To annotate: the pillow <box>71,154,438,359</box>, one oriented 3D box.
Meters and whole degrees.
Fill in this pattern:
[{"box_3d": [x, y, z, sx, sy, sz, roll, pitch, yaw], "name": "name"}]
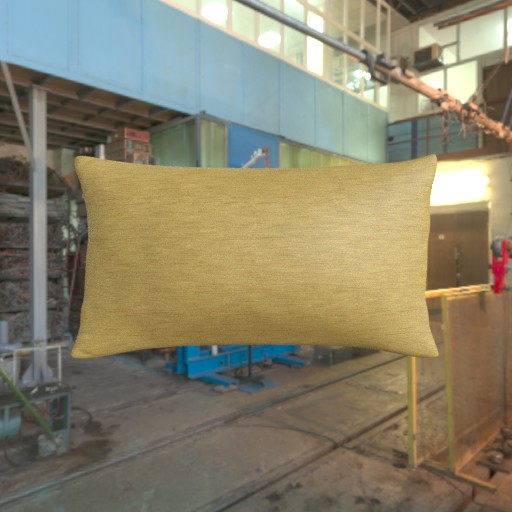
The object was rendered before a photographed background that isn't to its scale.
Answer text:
[{"box_3d": [0.000, 0.000, 0.775, 0.634, 0.354, 0.210, 0, 0, -1], "name": "pillow"}]
